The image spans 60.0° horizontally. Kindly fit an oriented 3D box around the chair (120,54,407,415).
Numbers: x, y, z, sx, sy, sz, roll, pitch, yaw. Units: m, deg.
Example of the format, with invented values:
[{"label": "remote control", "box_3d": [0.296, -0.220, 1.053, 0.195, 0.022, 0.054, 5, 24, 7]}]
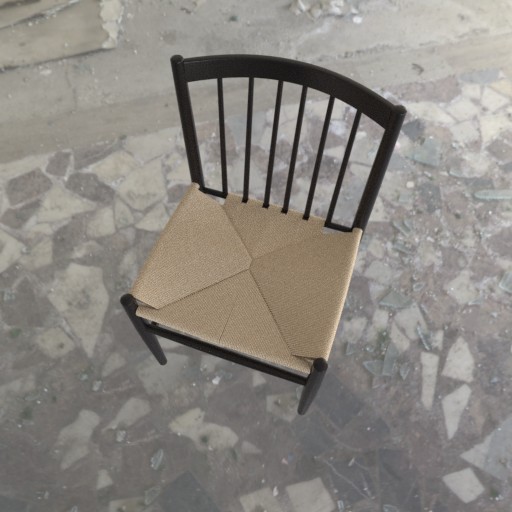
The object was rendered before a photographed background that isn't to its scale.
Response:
[{"label": "chair", "box_3d": [0.000, 0.000, 1.141, 0.495, 0.818, 0.516, 17, 61, 10]}]
